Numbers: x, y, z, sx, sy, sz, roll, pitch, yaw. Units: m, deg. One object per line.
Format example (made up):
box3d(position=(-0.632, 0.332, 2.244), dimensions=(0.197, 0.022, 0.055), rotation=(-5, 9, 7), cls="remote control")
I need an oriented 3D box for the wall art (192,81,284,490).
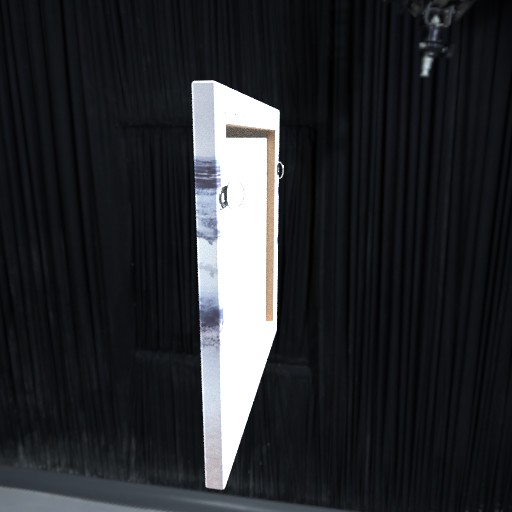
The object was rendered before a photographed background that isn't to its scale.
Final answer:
box3d(position=(0.000, 0.000, 1.125), dimensions=(0.065, 0.747, 0.755), rotation=(3, 15, 10), cls="wall art")
